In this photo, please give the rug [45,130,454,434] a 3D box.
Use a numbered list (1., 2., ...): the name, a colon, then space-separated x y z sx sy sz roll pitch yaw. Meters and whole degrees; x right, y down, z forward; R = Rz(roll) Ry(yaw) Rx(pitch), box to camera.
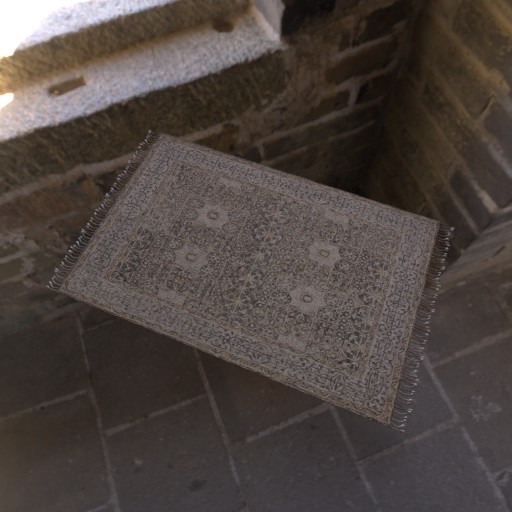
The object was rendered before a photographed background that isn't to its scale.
1. rug: 0.000 0.000 2.526 2.029 0.010 1.237 20 65 10
